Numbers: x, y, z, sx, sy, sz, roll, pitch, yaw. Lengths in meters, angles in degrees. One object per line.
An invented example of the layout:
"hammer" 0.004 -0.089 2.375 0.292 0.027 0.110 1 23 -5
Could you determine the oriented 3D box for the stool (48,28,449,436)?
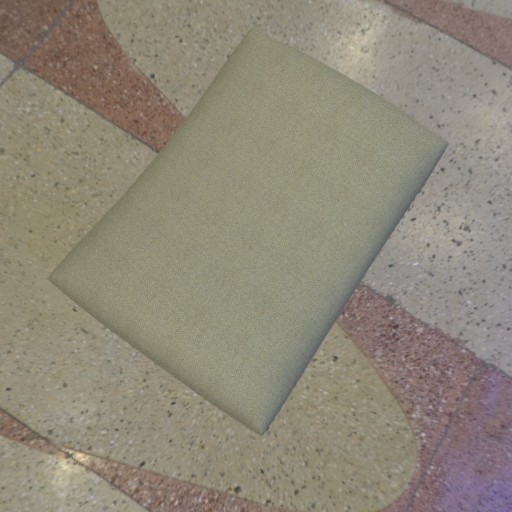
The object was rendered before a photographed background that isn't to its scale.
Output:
"stool" 0.000 0.000 0.910 0.375 0.632 0.509 34 78 8
